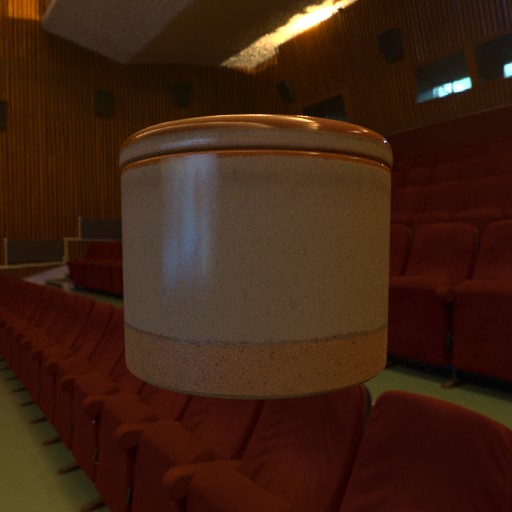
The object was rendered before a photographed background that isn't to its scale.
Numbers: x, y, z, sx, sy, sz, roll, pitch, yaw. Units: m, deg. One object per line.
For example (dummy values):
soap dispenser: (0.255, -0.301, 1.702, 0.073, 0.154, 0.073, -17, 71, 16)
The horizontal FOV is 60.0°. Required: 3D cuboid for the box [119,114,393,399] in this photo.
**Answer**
box: (0.000, 0.000, 0.210, 0.123, 0.100, 0.123, 0, 1, 0)
